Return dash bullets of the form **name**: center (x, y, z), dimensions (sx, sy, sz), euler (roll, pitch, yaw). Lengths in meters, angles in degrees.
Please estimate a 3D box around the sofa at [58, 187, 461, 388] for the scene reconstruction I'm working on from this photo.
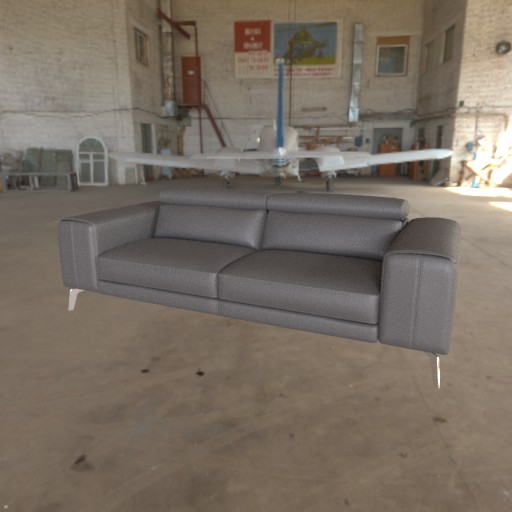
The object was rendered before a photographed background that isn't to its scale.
- **sofa**: center (0.000, 0.000, 2.785), dimensions (2.321, 0.759, 1.023), euler (7, 16, 24)
